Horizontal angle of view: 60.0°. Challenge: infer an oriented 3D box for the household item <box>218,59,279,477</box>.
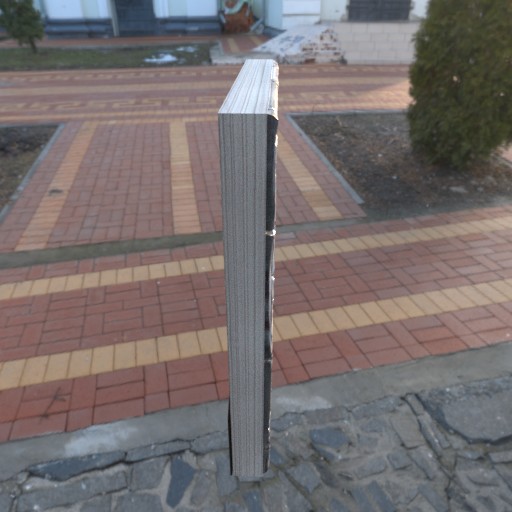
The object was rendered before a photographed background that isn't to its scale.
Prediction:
[{"bbox_3d":[0.000,0.000,0.287,0.025,0.216,0.165,1,30,2],"label":"household item"}]
